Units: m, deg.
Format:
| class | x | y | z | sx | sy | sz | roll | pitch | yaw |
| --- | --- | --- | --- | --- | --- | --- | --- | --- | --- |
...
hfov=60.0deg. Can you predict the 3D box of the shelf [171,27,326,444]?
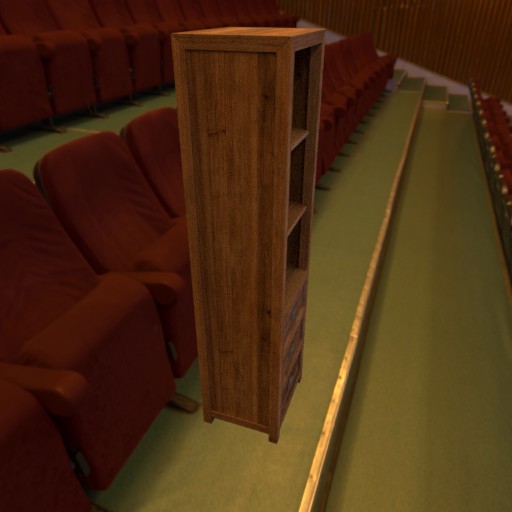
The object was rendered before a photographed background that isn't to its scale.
| class | x | y | z | sx | sy | sz | roll | pitch | yaw |
| --- | --- | --- | --- | --- | --- | --- | --- | --- | --- |
| shelf | 0.000 | 0.000 | 2.096 | 0.428 | 1.900 | 0.500 | 10 | 31 | 17 |
